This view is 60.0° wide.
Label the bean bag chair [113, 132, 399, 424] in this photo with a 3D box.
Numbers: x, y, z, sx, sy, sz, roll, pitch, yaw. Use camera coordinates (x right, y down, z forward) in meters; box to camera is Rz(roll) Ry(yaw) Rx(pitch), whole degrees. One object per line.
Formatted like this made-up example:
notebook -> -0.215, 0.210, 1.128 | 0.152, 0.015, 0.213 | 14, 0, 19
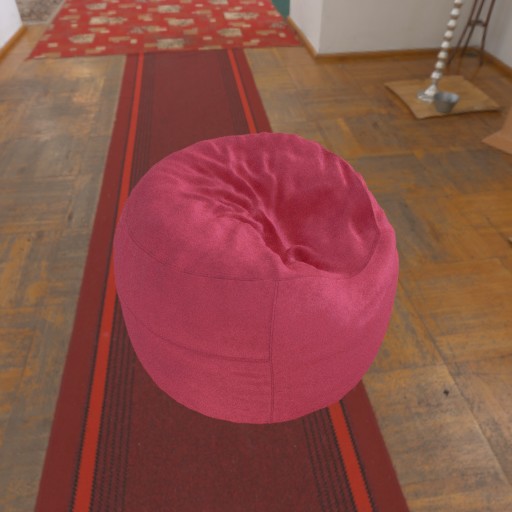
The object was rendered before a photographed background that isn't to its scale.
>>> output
bean bag chair -> 0.000, 0.000, 1.945 | 1.218, 0.788, 1.218 | 0, 41, 0
